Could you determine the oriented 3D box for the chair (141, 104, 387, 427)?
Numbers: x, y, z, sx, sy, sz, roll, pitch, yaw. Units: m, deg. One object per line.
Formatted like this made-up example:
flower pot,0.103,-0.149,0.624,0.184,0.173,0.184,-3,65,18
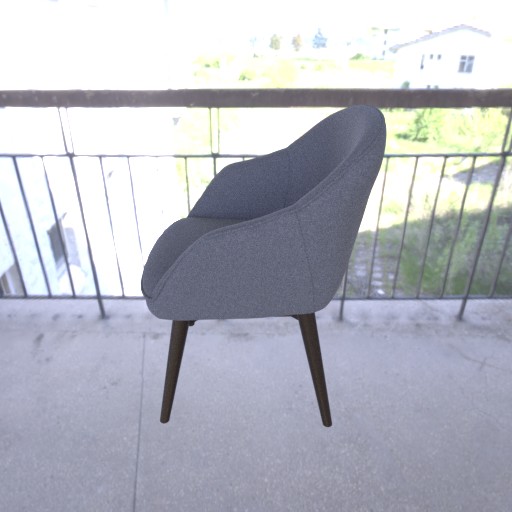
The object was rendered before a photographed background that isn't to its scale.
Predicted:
chair,0.000,0.000,1.267,0.611,0.810,0.589,1,27,1
